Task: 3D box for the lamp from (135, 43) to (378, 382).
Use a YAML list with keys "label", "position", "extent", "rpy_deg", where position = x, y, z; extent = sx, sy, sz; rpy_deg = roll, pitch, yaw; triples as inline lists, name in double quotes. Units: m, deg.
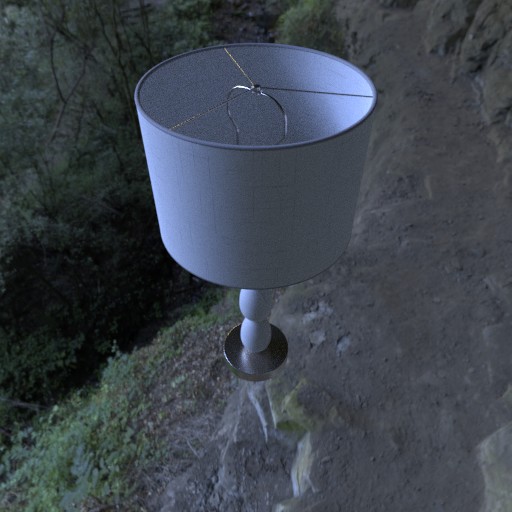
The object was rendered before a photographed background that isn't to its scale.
- label: "lamp"
  position: [0.000, 0.000, 0.714]
  extent: [0.282, 0.559, 0.280]
  rpy_deg: [31, 52, 28]
